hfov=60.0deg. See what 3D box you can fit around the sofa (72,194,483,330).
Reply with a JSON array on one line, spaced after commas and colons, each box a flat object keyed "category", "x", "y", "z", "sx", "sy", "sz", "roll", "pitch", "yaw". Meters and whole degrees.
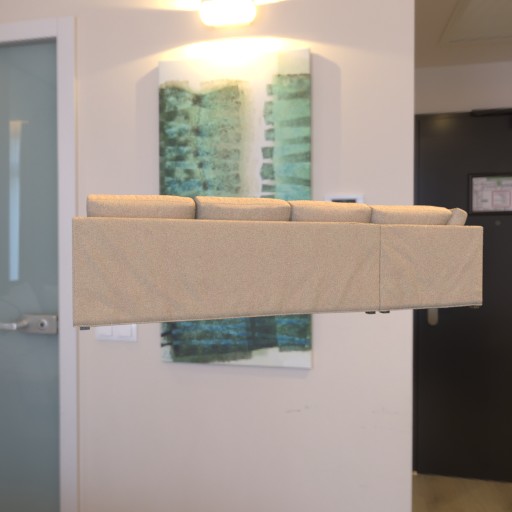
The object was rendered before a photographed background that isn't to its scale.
[{"category": "sofa", "x": 0.000, "y": 0.000, "z": 4.293, "sx": 3.182, "sy": 0.871, "sz": 2.432, "roll": 0, "pitch": 1, "yaw": -19}]
